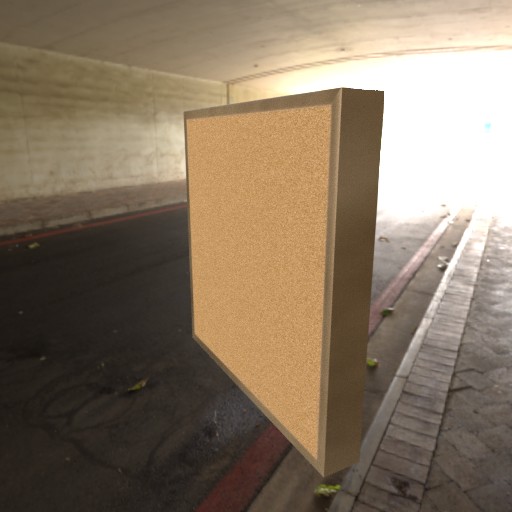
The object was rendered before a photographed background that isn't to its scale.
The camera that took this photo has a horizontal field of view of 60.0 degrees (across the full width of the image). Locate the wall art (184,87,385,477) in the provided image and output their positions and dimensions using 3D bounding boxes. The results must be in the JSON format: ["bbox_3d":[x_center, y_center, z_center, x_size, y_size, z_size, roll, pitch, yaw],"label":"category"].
[{"bbox_3d":[0.000,0.000,0.465,0.038,0.303,0.305,-8,17,-28],"label":"wall art"}]
